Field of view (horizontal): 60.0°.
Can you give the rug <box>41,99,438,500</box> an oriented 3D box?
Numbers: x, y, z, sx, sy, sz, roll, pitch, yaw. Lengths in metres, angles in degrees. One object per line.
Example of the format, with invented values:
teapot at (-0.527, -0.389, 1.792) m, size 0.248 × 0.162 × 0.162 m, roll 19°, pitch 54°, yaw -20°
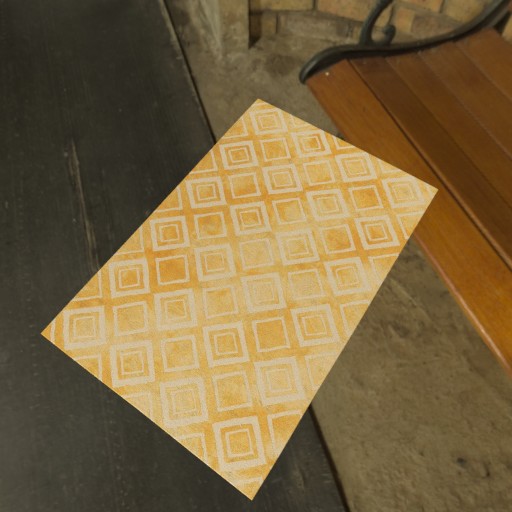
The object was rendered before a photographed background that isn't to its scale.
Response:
rug at (0.000, 0.000, 2.270) m, size 1.213 × 0.010 × 1.829 m, roll 31°, pitch 68°, yaw 15°
